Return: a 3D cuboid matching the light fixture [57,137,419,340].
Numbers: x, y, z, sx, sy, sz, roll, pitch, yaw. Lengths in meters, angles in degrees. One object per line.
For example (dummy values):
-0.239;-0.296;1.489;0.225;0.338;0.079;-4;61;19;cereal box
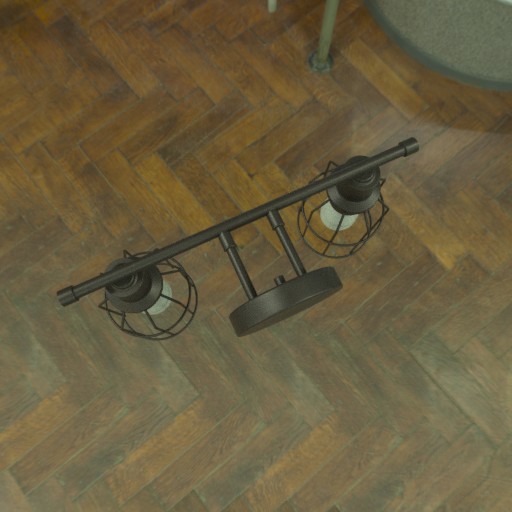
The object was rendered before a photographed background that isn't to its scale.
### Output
0.000;0.000;0.525;0.406;0.254;0.165;-24;77;-6;light fixture
